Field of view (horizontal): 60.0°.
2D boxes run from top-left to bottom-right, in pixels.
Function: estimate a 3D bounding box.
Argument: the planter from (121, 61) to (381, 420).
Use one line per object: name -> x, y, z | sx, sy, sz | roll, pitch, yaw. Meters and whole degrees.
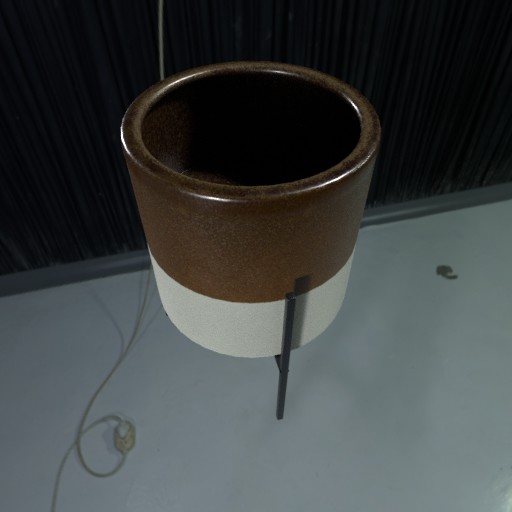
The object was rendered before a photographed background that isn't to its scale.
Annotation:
planter -> 0.000, 0.000, 0.554 | 0.255, 0.375, 0.269 | -12, 49, -11
